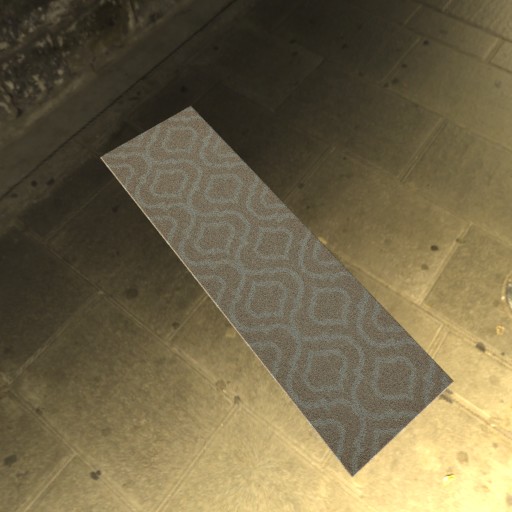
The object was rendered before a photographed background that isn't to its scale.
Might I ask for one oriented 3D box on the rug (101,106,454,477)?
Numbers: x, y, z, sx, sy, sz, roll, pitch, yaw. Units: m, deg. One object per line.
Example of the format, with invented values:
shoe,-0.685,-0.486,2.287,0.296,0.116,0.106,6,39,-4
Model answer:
rug,0.000,0.000,2.485,0.691,0.013,2.289,-35,69,-15
